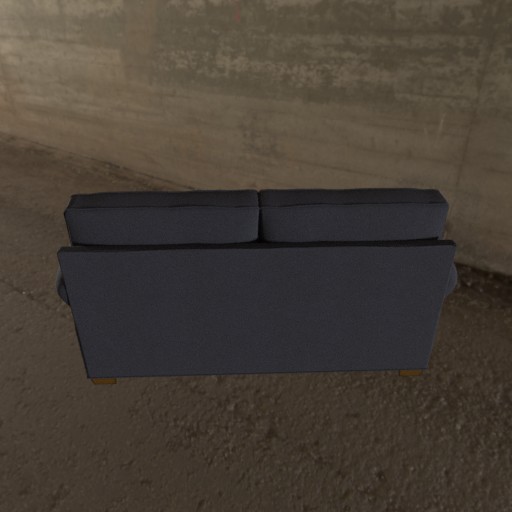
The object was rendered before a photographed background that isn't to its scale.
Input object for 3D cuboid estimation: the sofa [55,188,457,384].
[{"bbox_3d":[0.000,0.000,2.522,2.009,1.031,0.951,-1,30,-2],"label":"sofa"}]
